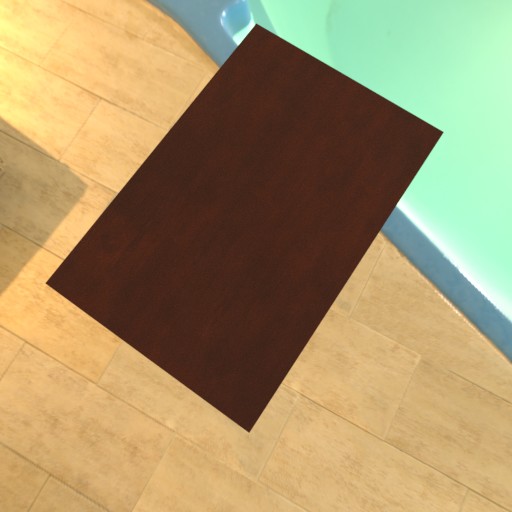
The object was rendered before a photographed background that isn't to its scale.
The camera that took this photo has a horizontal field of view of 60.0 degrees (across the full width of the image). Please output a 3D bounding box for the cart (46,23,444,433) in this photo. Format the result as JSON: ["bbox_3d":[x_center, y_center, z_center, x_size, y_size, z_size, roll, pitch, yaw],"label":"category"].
[{"bbox_3d":[0.000,0.000,1.246,0.442,0.864,0.683,34,78,8],"label":"cart"}]
